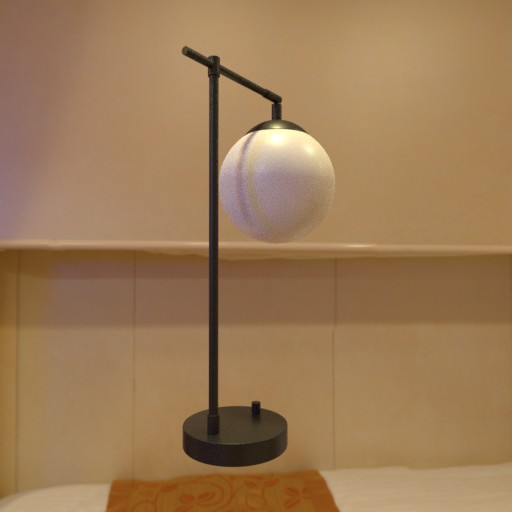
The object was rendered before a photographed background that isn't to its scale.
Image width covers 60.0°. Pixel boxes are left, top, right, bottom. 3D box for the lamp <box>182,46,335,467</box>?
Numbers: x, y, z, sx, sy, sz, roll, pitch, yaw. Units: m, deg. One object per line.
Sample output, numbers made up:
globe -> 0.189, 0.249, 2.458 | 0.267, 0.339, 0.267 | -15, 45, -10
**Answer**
lamp -> 0.000, 0.000, 0.705 | 0.197, 0.559, 0.316 | -1, -1, 36
